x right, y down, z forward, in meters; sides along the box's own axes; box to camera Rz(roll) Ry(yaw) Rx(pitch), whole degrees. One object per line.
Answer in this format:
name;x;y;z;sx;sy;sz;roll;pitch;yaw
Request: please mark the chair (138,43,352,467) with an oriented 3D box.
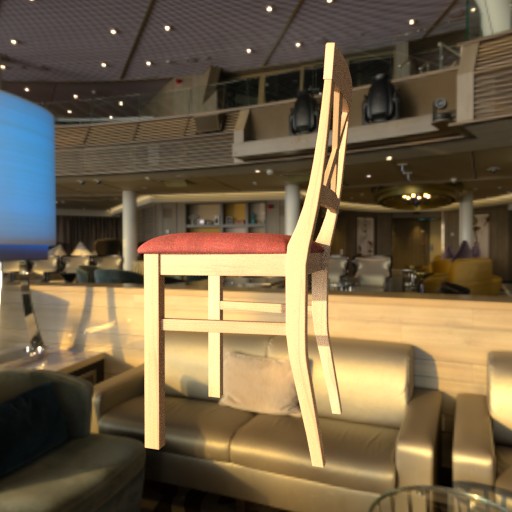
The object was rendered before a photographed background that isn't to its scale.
chair;0.000;0.000;1.182;0.492;0.912;0.439;0;1;17
